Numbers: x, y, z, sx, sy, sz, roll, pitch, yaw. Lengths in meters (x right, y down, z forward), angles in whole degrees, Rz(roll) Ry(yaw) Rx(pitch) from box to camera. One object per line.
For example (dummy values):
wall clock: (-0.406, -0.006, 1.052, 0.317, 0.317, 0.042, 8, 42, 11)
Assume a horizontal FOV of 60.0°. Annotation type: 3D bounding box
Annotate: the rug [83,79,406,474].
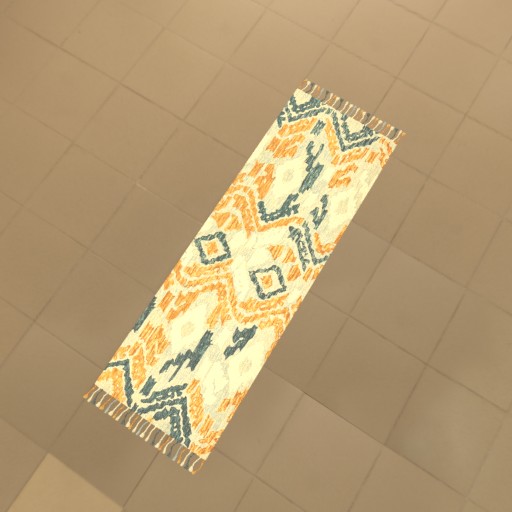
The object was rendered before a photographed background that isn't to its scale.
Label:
rug: (0.000, 0.000, 2.695, 0.783, 0.010, 2.437, 31, 78, 7)
